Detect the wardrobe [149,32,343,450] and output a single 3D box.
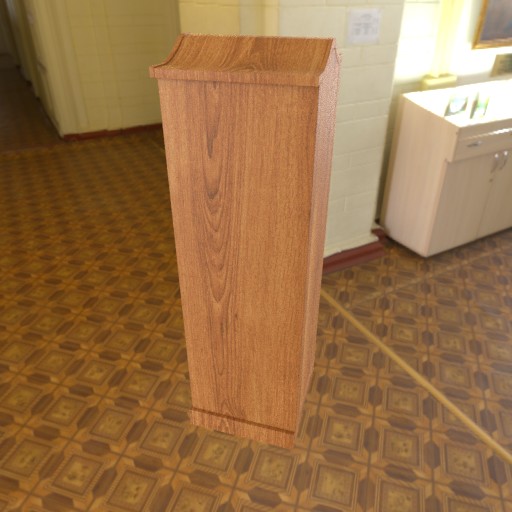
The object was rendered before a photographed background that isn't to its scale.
[{"bbox_3d":[0.000,0.000,2.087,0.570,1.870,0.590,9,32,14],"label":"wardrobe"}]
